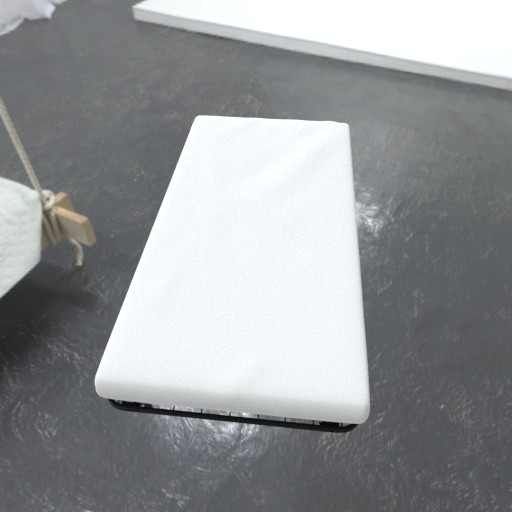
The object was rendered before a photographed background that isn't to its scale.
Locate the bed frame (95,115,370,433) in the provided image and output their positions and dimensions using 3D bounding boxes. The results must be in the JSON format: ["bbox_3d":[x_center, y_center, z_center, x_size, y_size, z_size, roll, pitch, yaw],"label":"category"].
[{"bbox_3d":[0.000,0.000,2.361,0.989,0.619,1.903,4,47,4],"label":"bed frame"}]
